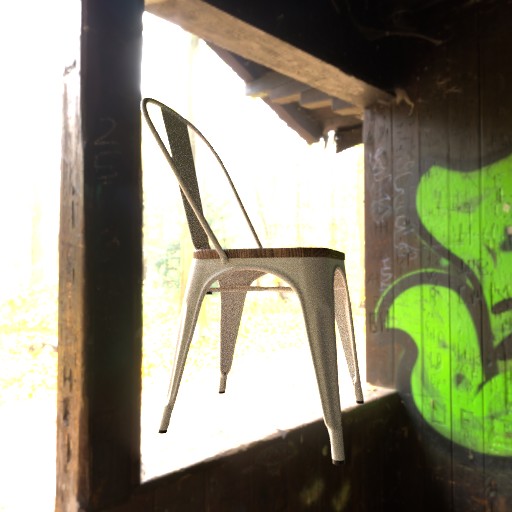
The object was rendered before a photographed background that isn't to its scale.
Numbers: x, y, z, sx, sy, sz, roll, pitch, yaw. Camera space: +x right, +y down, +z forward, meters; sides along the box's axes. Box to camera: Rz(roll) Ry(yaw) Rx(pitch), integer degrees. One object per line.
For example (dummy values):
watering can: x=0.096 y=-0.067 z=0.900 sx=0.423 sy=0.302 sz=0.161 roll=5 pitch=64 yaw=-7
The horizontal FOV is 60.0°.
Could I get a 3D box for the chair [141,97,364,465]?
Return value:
chair: x=0.000 y=0.000 z=1.187 sx=0.521 sy=0.851 sz=0.452 roll=-1 pitch=-2 yaw=19
